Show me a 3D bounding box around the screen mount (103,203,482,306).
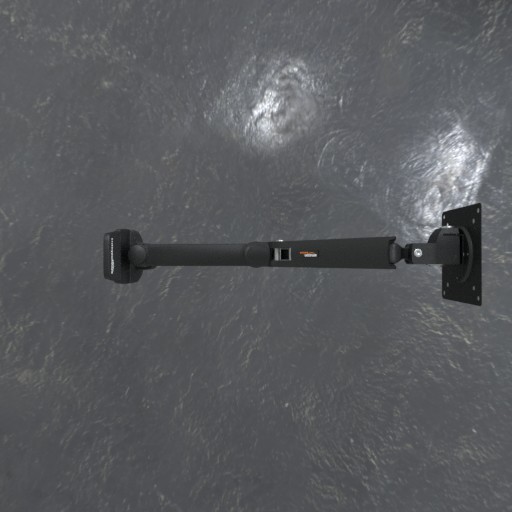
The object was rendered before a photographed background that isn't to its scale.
[{"bbox_3d":[0.000,0.000,0.719,0.495,0.466,0.115,0,90,0],"label":"screen mount"}]
